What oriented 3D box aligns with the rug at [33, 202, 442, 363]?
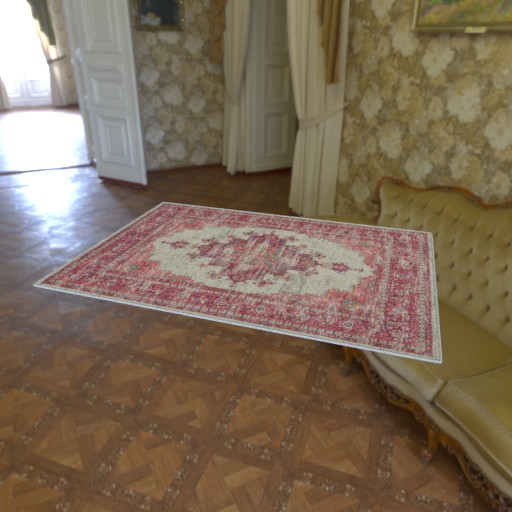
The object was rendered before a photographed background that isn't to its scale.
[{"bbox_3d":[0.000,0.000,3.771,2.878,0.014,2.005,8,27,16],"label":"rug"}]
